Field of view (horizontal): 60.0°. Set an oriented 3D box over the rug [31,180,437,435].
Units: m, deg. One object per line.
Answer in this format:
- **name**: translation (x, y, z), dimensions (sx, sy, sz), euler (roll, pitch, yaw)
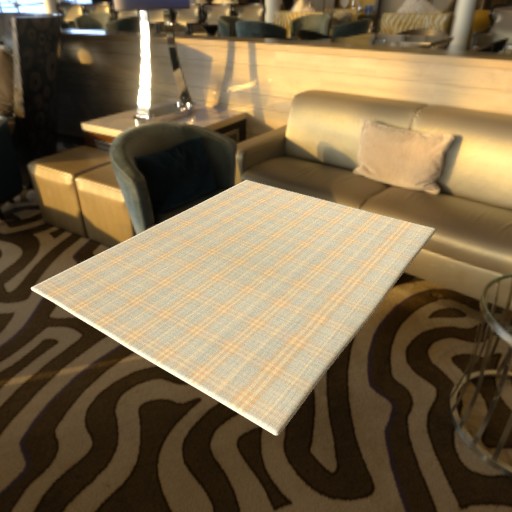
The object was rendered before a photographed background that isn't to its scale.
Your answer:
- **rug**: translation (0.000, 0.000, 4.134), dimensions (2.462, 0.030, 3.066), euler (20, 36, 30)
